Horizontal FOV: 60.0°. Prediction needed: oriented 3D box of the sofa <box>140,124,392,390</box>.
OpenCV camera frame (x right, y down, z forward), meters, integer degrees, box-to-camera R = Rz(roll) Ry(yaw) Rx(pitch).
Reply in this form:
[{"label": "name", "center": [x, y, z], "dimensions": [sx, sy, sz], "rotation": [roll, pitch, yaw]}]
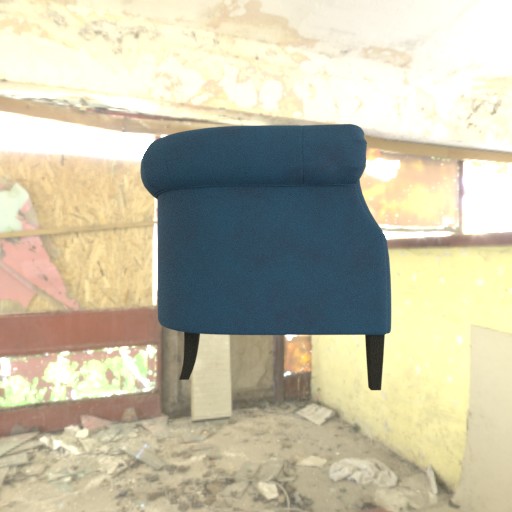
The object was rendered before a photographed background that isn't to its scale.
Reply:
[{"label": "sofa", "center": [0.000, 0.000, 2.055], "dimensions": [0.835, 0.827, 1.558], "rotation": [0, 0, -1]}]
